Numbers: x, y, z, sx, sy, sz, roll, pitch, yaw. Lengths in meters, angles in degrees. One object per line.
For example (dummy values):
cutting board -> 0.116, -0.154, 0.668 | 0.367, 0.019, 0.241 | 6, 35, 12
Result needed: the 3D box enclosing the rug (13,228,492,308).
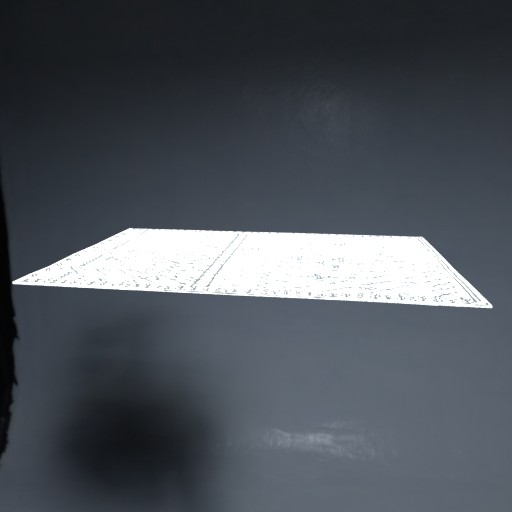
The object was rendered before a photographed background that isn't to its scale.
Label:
rug -> 0.000, 0.000, 2.959 | 2.444, 0.012, 1.530 | 2, 15, 8
